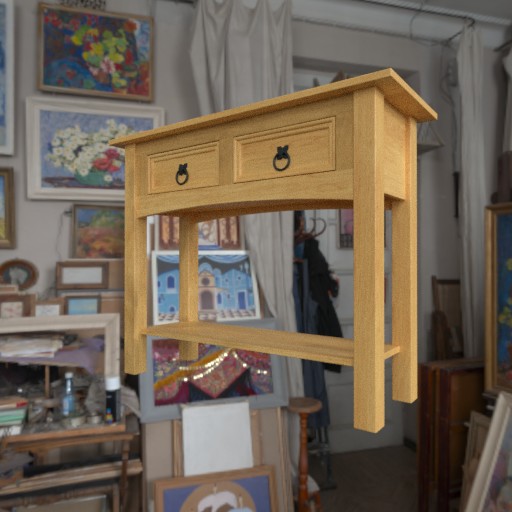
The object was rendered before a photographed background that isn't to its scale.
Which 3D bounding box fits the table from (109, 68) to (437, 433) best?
[{"bbox_3d":[0.000,0.000,1.259,0.900,0.728,0.340,0,0,36],"label":"table"}]
